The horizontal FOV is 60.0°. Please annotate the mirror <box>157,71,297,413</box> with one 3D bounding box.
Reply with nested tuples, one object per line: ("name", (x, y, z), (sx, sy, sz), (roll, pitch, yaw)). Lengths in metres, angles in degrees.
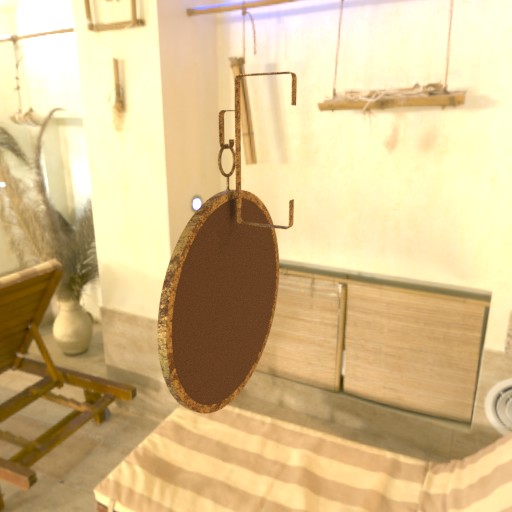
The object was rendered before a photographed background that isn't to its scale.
("mirror", (0.000, 0.000, 0.852), (0.144, 0.651, 0.447), (8, 18, 26))
